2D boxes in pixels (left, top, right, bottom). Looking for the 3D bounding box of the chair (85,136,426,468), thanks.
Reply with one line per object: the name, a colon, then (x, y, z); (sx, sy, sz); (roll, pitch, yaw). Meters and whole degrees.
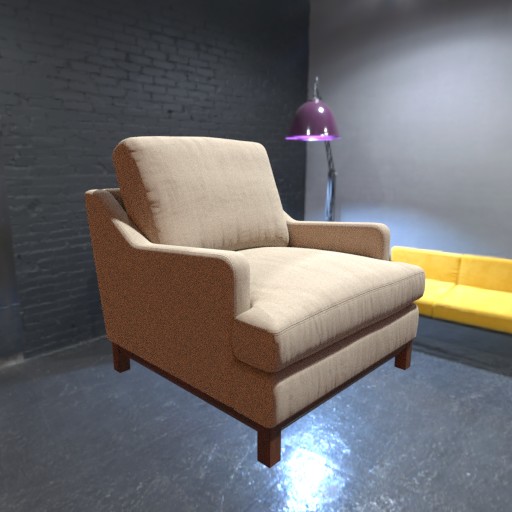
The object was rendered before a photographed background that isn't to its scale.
chair: (0.000, 0.000, 1.723); (1.001, 0.916, 0.912); (11, 17, 43)
